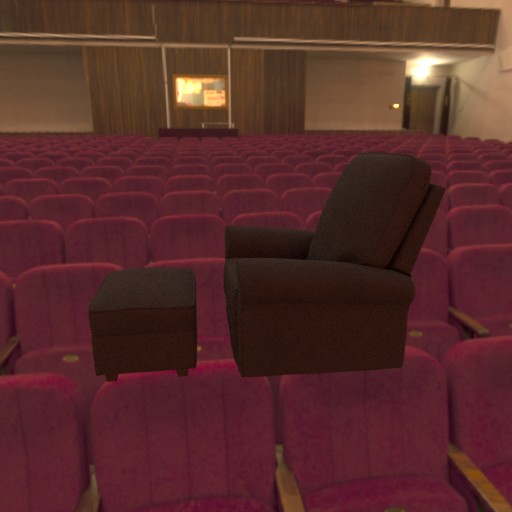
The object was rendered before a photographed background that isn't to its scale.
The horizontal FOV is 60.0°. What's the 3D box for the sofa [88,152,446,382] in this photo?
[{"bbox_3d":[0.000,0.000,2.118,1.478,0.959,0.880,-2,15,-8],"label":"sofa"}]
